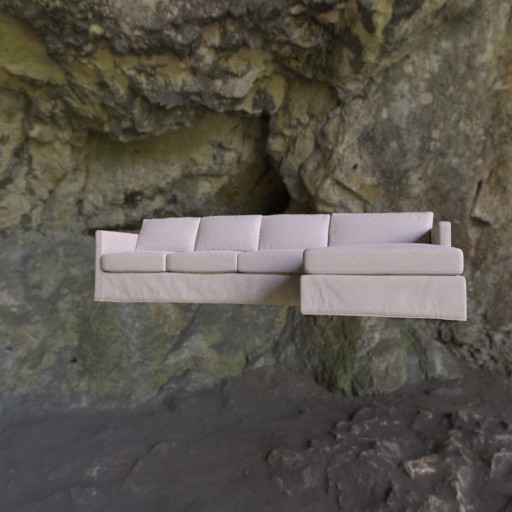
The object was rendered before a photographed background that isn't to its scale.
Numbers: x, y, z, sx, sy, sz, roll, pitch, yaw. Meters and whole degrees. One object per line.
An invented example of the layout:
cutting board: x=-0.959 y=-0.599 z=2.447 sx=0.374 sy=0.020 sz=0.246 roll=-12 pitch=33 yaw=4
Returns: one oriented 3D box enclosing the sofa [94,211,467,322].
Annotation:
sofa: x=0.000 y=0.000 z=3.904 sx=3.206 sy=0.871 sz=1.622 roll=0 pitch=-1 yaw=17
